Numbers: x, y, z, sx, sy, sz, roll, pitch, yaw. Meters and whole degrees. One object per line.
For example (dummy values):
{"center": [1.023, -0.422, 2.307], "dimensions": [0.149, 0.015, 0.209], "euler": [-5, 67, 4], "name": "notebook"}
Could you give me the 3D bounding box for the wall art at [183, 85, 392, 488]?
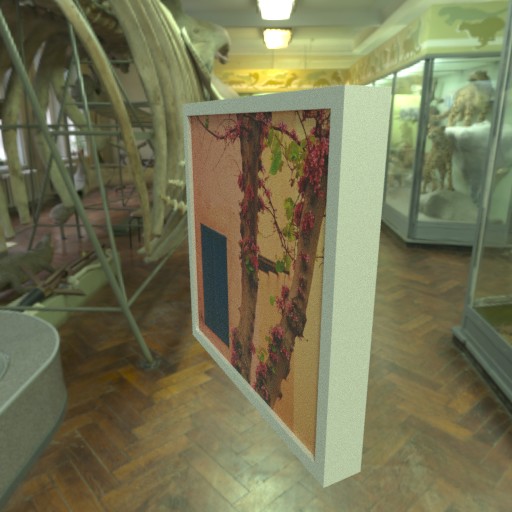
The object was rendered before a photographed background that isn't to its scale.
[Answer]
{"center": [0.000, 0.000, 0.449], "dimensions": [0.038, 0.302, 0.305], "euler": [-8, 18, -26], "name": "wall art"}
